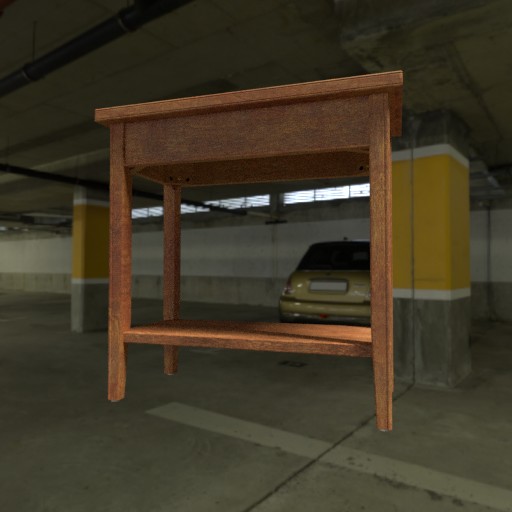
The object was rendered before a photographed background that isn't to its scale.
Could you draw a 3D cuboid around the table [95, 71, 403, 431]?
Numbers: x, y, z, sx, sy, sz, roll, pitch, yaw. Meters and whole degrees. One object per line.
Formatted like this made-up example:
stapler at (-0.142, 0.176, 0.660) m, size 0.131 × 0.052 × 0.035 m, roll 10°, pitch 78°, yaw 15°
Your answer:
table at (0.000, 0.000, 0.969) m, size 0.610 × 0.610 × 0.305 m, roll 0°, pitch -1°, yaw 18°
